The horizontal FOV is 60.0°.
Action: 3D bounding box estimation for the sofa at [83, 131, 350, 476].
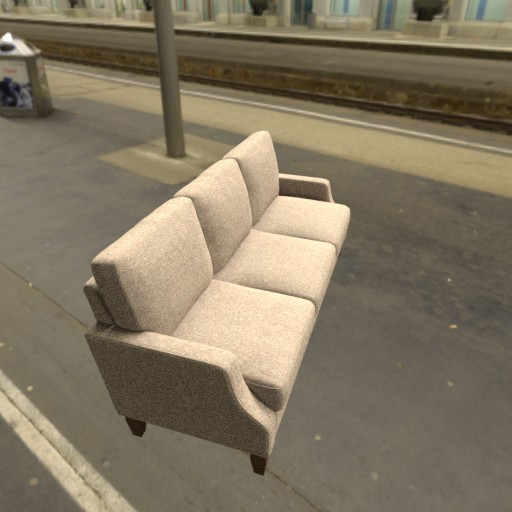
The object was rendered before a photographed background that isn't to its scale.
[{"bbox_3d":[0.000,0.000,2.662,0.888,0.984,2.115,10,32,16],"label":"sofa"}]
